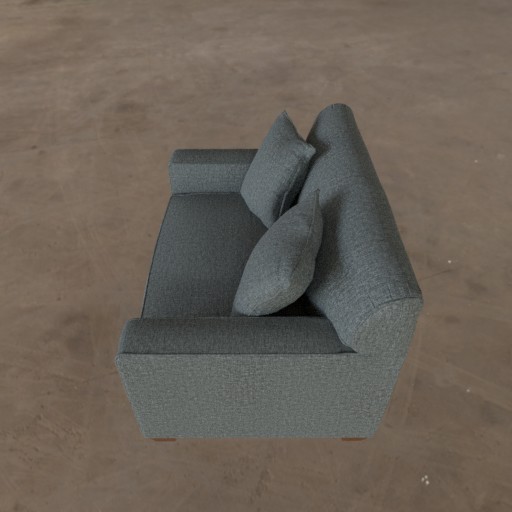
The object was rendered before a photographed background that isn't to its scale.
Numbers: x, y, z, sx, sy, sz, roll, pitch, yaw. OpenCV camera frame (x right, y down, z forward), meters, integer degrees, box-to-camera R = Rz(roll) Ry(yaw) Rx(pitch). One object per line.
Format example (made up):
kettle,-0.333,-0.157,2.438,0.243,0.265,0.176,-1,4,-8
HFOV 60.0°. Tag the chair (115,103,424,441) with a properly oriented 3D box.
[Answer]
chair,0.000,0.000,2.045,1.000,0.948,1.383,0,42,0
